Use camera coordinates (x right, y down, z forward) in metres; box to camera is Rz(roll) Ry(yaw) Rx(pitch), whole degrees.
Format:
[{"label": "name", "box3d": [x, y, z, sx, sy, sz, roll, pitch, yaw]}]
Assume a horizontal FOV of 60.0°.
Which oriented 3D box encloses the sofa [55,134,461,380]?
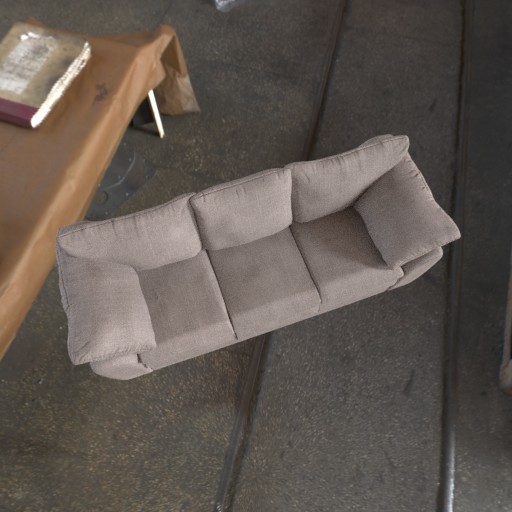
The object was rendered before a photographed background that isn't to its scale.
[{"label": "sofa", "box3d": [0.000, 0.000, 2.889, 2.334, 0.996, 0.878, -18, 65, -8]}]
